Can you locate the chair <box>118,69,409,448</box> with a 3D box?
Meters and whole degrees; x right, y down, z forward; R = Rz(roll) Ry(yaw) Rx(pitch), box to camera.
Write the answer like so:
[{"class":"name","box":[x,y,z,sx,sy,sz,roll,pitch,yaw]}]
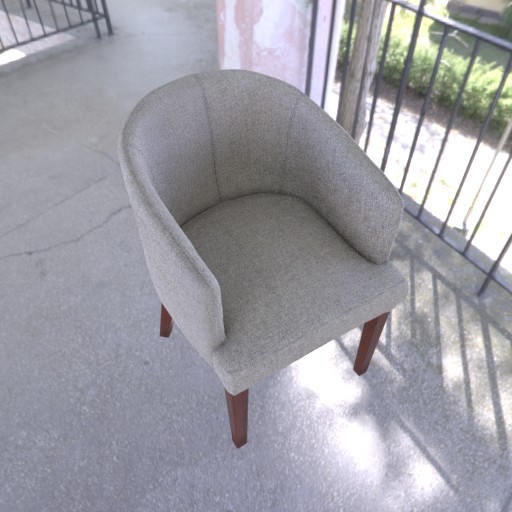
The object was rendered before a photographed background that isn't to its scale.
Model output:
[{"class":"chair","box":[0.000,0.000,1.247,0.583,0.811,0.655,-24,50,-22]}]
